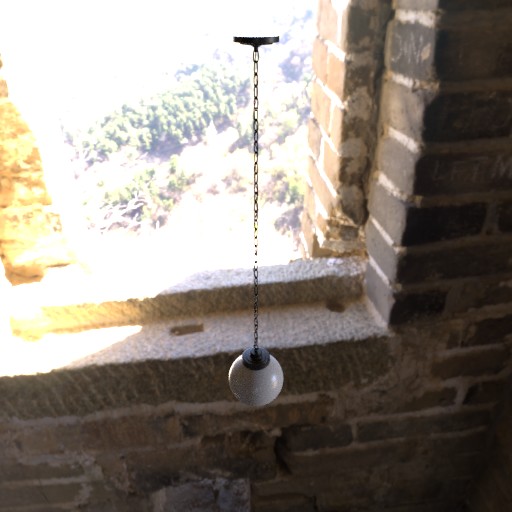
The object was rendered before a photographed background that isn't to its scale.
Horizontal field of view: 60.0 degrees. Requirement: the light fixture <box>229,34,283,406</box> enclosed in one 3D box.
[{"bbox_3d":[0.000,0.000,2.093,0.305,1.867,0.304,22,36,33],"label":"light fixture"}]
